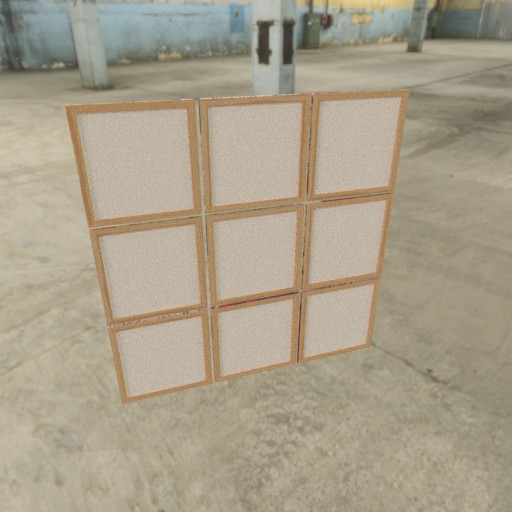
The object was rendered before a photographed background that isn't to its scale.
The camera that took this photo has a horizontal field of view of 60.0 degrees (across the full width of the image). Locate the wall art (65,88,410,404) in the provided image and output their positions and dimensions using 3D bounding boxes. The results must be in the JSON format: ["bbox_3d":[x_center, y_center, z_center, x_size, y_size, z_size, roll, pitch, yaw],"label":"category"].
[{"bbox_3d":[0.000,0.000,1.334,0.904,0.913,0.013,-9,29,-16],"label":"wall art"}]
